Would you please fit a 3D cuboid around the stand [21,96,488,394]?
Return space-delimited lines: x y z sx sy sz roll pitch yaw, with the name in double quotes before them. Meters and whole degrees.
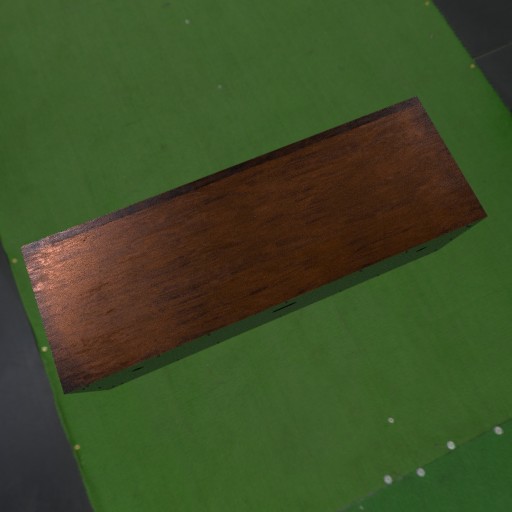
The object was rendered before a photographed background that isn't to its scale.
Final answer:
"stand" 0.000 0.000 1.667 1.372 0.610 0.481 -22 76 -6
